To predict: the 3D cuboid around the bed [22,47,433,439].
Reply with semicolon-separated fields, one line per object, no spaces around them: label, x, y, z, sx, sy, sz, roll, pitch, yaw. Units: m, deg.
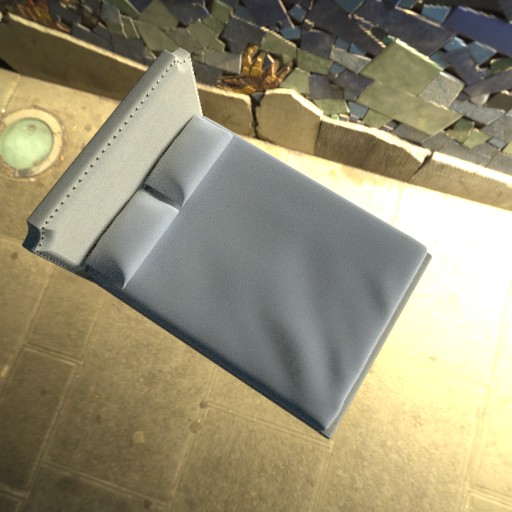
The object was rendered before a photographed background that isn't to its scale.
bed;0.000;0.000;3.354;2.381;1.457;1.713;32;78;7
